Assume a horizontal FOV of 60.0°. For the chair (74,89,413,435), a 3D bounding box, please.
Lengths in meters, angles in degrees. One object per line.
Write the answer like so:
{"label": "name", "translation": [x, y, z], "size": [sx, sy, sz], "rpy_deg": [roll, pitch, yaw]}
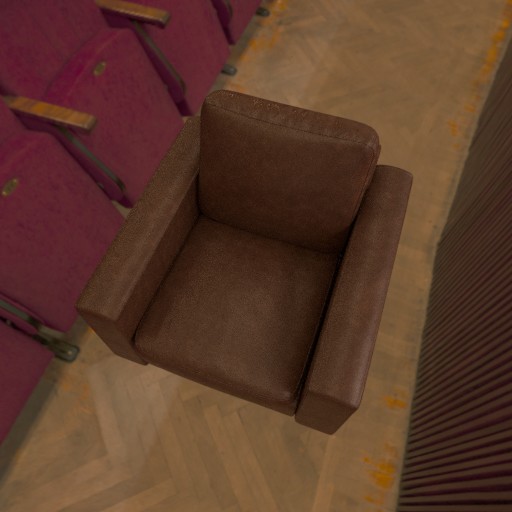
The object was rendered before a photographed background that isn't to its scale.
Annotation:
{"label": "chair", "translation": [0.000, 0.000, 1.744], "size": [1.005, 0.873, 1.016], "rpy_deg": [17, 62, 10]}
